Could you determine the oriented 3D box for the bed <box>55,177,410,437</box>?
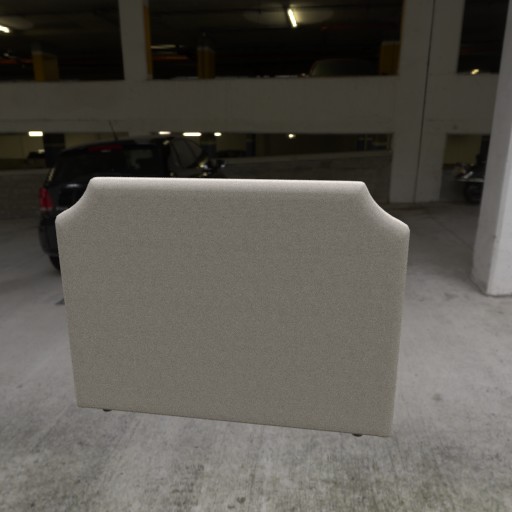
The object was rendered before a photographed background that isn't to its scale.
[{"bbox_3d":[0.000,0.000,3.155,1.693,1.290,2.116,2,16,8],"label":"bed"}]
